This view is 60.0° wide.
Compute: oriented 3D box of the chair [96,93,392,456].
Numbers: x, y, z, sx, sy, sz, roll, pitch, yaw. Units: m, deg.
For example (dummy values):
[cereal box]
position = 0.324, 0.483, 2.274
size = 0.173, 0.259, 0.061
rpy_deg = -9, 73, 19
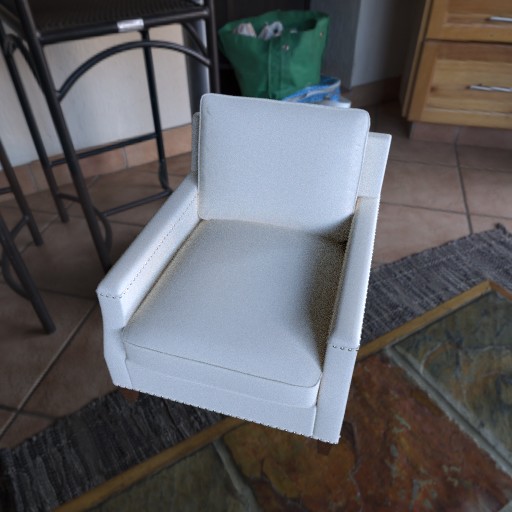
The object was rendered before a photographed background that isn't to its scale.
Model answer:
[chair]
position = 0.000, 0.000, 1.704
size = 0.853, 0.943, 1.014
rpy_deg = 10, 41, 12
